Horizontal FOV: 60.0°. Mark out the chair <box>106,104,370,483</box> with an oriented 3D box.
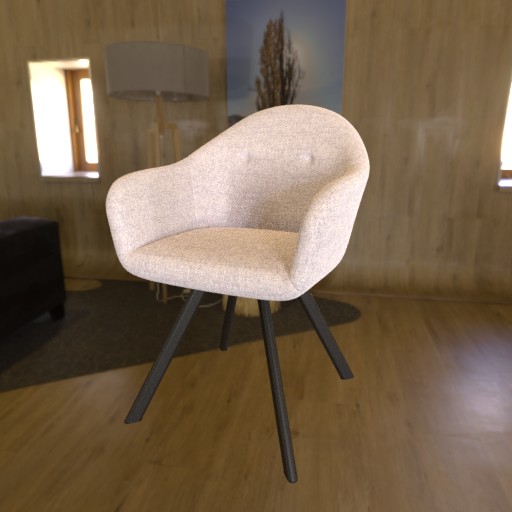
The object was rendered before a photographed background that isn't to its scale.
[{"bbox_3d":[0.000,0.000,1.155,0.540,0.780,0.570,7,16,25],"label":"chair"}]
